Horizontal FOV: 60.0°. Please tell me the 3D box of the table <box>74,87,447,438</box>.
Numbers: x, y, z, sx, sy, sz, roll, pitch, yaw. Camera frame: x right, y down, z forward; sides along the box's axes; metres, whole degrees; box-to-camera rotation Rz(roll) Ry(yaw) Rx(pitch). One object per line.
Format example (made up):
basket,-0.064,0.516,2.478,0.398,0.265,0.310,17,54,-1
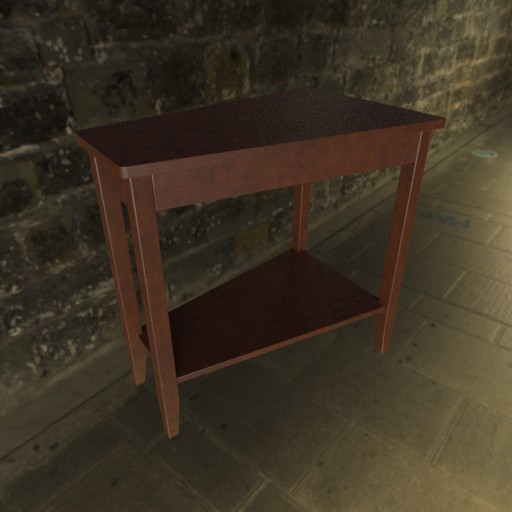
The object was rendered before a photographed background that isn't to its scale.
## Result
table,0.000,0.000,0.974,0.605,0.589,0.399,-20,36,-30
